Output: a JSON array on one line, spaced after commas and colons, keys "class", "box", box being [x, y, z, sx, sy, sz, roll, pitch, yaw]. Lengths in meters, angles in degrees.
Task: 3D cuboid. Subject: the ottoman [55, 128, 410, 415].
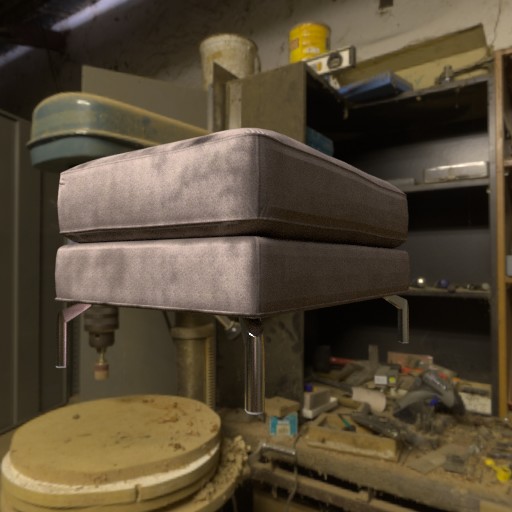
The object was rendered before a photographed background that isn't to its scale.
[{"class": "ottoman", "box": [0.000, 0.000, 1.046, 0.520, 0.456, 0.719, -1, -1, 35]}]
